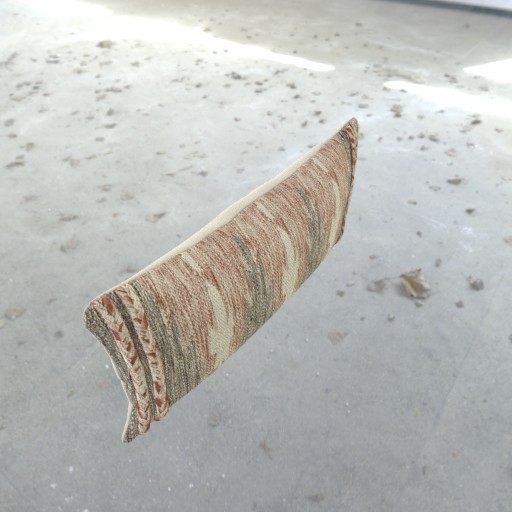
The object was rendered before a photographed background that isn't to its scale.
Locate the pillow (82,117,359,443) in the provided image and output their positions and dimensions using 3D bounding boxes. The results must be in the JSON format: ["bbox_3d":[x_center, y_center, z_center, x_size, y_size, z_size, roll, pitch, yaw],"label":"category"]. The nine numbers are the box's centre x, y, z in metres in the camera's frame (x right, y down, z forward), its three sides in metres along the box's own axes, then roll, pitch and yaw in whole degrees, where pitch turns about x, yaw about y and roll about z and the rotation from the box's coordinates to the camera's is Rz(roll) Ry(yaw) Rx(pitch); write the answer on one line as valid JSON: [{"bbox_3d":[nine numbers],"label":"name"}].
[{"bbox_3d":[0.000,0.000,0.738,0.139,0.282,0.635,27,48,27],"label":"pillow"}]
